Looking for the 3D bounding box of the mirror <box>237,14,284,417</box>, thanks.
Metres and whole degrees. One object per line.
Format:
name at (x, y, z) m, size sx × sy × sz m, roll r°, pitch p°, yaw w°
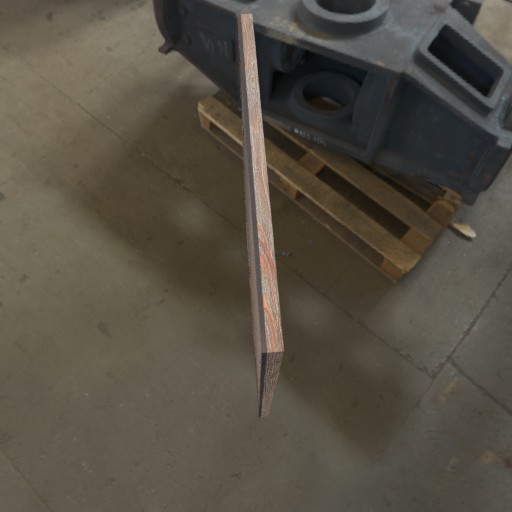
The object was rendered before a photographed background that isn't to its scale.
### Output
mirror at (0.000, 0.000, 1.191) m, size 0.032 × 0.882 × 0.730 m, roll -3°, pitch 64°, yaw -2°
